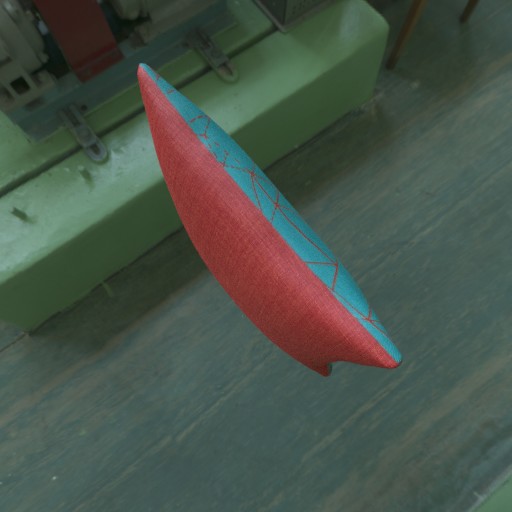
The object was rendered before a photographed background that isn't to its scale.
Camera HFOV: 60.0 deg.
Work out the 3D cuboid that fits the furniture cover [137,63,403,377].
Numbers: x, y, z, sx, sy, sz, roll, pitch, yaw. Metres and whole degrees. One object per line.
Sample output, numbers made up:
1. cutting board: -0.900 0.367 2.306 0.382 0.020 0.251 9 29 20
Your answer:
1. furniture cover: 0.000 0.000 0.792 0.158 0.508 0.517 -37 77 -10
